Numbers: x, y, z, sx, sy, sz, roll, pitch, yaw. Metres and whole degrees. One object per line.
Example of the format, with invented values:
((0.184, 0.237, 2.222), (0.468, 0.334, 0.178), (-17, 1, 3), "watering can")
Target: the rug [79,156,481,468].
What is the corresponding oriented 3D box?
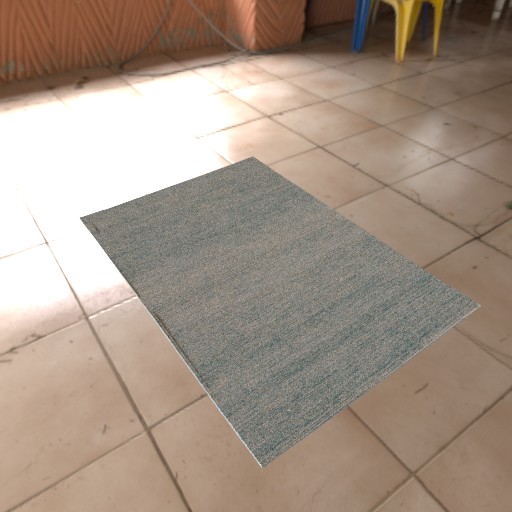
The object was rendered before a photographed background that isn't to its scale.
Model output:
((0.000, 0.000, 2.956), (1.613, 0.030, 2.306), (-25, 46, -27), "rug")
